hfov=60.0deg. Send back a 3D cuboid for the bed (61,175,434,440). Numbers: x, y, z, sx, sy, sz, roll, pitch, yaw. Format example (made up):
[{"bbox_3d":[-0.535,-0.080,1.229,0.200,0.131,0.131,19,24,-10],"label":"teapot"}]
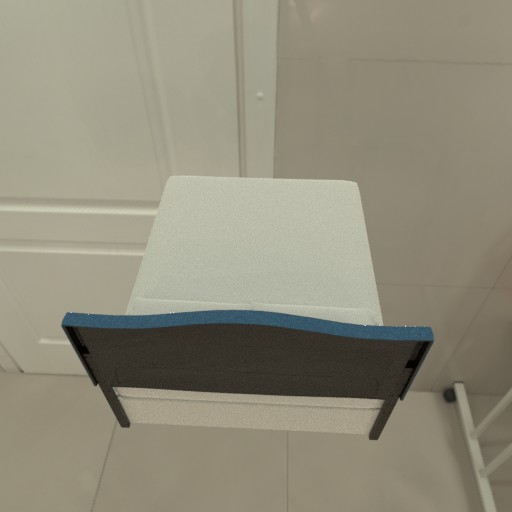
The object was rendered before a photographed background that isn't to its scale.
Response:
[{"bbox_3d":[0.000,0.000,2.867,1.610,1.169,1.872,2,46,2],"label":"bed"}]
